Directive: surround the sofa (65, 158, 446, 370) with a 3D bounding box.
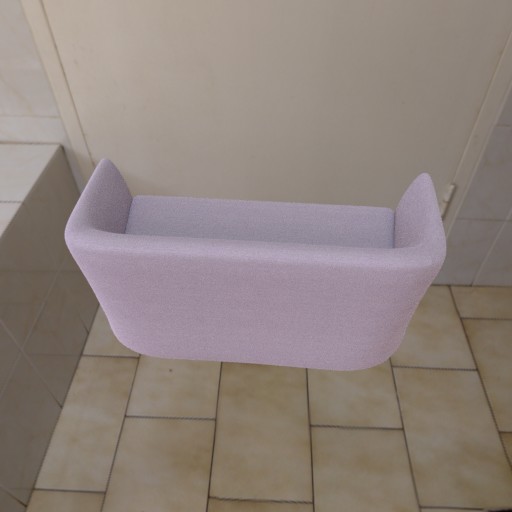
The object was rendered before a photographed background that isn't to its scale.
[{"bbox_3d":[0.000,0.000,1.867,1.452,0.721,0.705,3,46,3],"label":"sofa"}]
